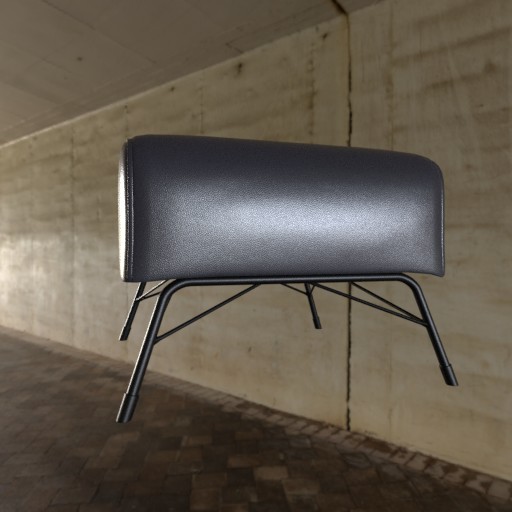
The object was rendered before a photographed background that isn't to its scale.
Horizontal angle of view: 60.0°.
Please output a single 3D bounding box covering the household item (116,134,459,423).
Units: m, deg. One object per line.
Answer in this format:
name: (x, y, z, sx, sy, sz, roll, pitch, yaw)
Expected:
household item: (0.000, 0.000, 0.886, 0.530, 0.410, 0.530, 0, 1, -17)
